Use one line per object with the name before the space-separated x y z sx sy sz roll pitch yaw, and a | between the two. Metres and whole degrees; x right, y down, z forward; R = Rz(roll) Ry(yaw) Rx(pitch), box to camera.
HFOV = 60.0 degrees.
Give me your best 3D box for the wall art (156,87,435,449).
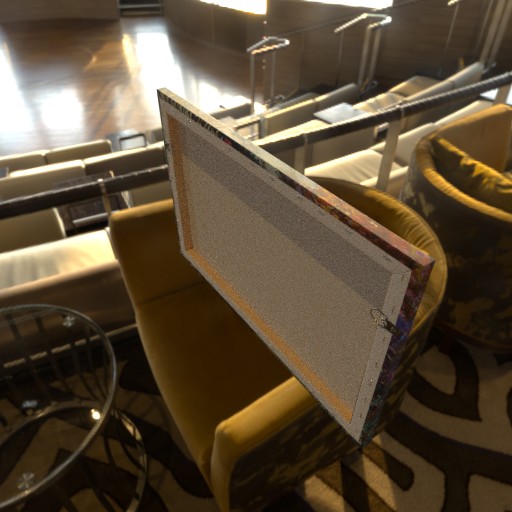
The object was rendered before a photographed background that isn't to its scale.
wall art | 0.000 0.000 1.455 0.042 0.760 1.136 -26 47 -26
